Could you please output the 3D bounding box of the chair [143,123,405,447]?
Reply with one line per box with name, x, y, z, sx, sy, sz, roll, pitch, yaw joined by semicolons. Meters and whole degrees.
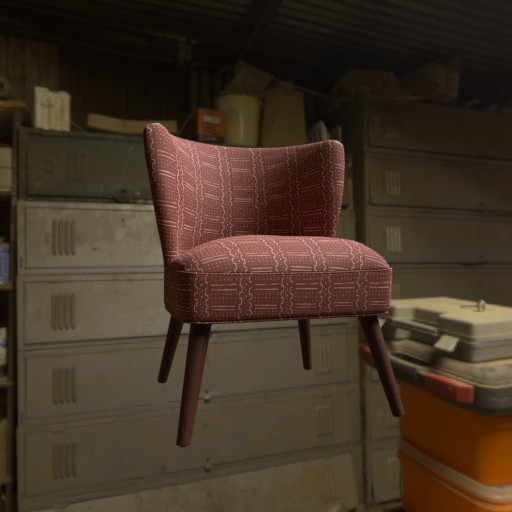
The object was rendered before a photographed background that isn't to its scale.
chair;0.000;0.000;1.443;0.706;0.866;0.758;0;0;-19
